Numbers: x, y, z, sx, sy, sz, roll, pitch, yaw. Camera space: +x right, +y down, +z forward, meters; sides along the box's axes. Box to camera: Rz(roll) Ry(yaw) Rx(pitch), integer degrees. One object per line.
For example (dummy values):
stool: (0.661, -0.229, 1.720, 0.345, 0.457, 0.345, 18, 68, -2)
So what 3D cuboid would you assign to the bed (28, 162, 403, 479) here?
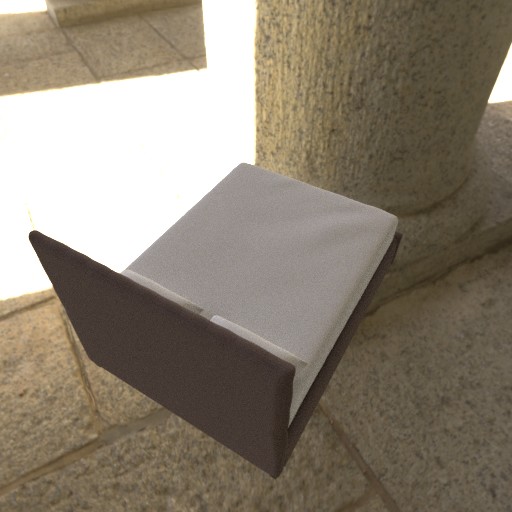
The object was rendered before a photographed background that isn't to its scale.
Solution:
bed: (0.000, 0.000, 3.328, 1.696, 1.426, 2.233, 24, 51, 21)
